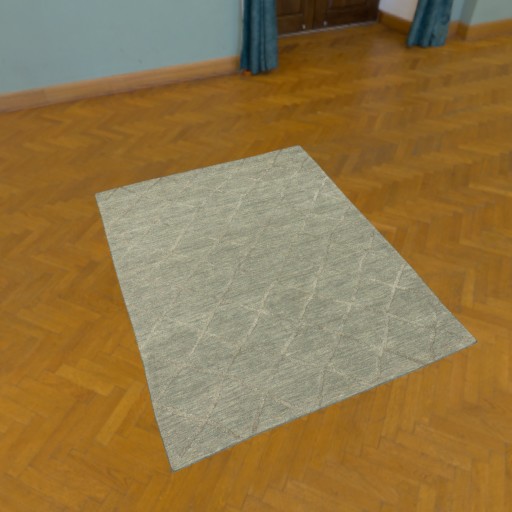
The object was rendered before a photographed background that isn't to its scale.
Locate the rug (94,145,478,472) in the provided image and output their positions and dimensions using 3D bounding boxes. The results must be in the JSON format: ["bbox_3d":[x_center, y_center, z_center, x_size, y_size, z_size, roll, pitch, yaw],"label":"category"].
[{"bbox_3d":[0.000,0.000,4.035,2.438,0.013,3.048,-17,48,-16],"label":"rug"}]
